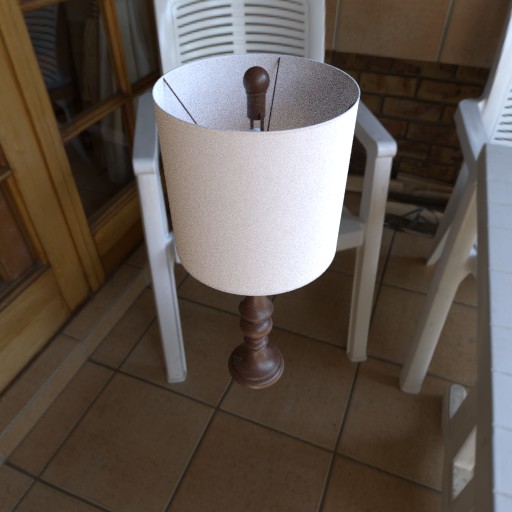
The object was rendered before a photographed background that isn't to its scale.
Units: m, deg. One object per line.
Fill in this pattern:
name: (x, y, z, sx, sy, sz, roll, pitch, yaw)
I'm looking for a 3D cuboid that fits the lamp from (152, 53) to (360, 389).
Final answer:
lamp: (0.000, 0.000, 0.723, 0.250, 0.597, 0.250, 11, 42, 12)
